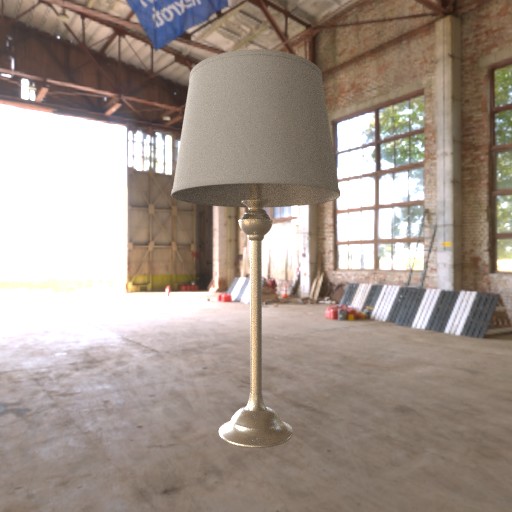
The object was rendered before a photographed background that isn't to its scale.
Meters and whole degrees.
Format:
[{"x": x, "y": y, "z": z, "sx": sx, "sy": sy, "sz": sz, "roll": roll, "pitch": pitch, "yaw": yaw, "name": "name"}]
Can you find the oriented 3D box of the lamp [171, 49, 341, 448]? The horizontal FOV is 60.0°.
[{"x": 0.000, "y": 0.000, "z": 0.879, "sx": 0.331, "sy": 0.698, "sz": 0.331, "roll": 0, "pitch": 0, "yaw": 0, "name": "lamp"}]
